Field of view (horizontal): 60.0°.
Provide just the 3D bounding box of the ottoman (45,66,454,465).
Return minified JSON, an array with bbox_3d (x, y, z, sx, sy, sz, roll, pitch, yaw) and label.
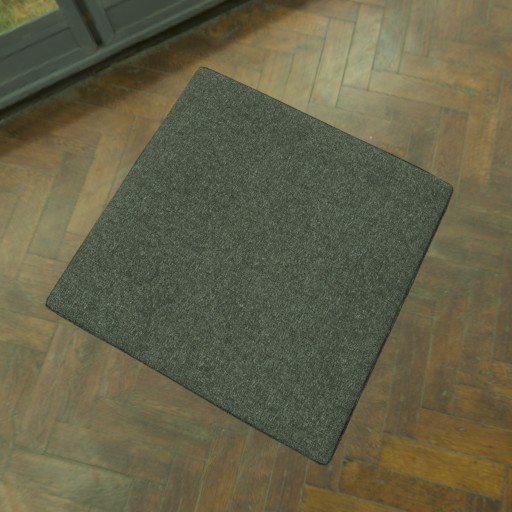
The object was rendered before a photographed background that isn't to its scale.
[{"bbox_3d":[0.000,0.000,1.607,1.021,0.423,1.017,28,78,7],"label":"ottoman"}]
